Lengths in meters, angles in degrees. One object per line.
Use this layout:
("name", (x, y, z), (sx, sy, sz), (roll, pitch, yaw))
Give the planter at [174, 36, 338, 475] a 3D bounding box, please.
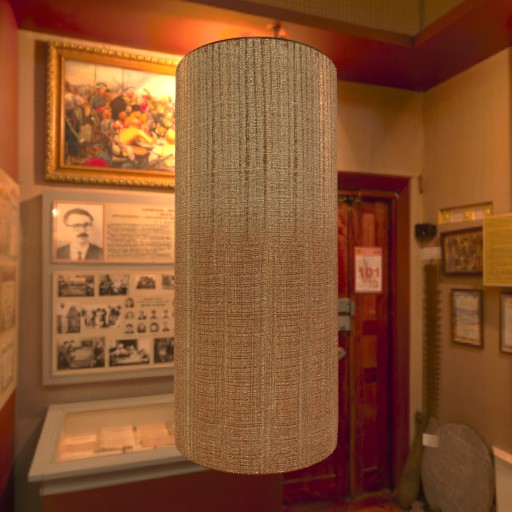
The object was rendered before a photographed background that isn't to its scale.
("planter", (0.000, 0.000, 0.276), (0.100, 0.227, 0.100), (0, -1, -17))
